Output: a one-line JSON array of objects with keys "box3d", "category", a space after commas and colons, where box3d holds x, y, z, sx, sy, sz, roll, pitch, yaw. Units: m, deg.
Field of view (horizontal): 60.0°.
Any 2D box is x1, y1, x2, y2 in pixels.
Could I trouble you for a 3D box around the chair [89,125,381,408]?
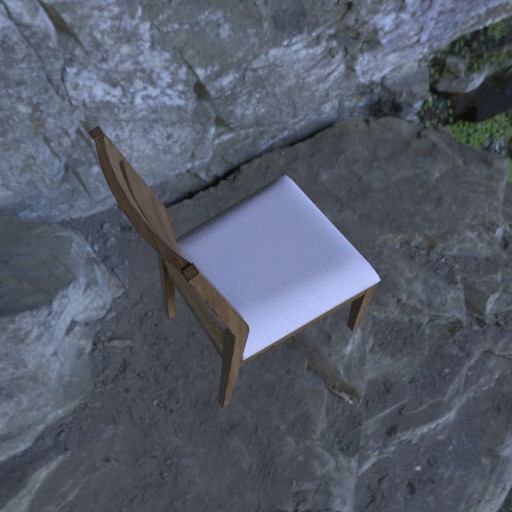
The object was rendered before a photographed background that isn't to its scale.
[{"box3d": [0.000, 0.000, 1.309, 0.610, 0.939, 0.497, -30, 63, -17], "category": "chair"}]
